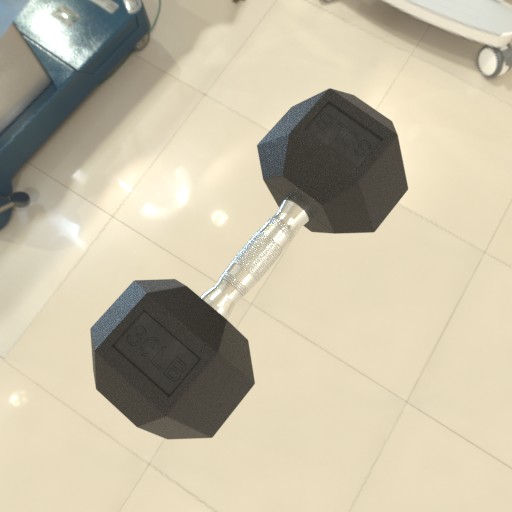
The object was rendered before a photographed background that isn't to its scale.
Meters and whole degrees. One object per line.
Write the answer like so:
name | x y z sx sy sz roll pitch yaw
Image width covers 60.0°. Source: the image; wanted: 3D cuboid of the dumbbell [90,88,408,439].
dumbbell | 0.000 0.000 0.408 0.142 0.123 0.337 38 78 9
